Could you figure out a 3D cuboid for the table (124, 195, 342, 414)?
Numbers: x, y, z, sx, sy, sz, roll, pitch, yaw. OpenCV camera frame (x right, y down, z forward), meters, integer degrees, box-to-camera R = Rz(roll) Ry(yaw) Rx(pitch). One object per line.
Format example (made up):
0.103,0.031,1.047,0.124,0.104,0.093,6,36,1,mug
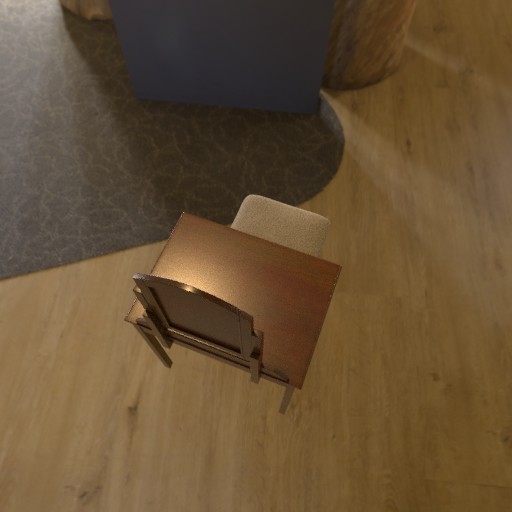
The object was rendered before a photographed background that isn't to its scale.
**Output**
0.000,0.000,2.331,0.876,1.631,1.211,19,64,10,table
